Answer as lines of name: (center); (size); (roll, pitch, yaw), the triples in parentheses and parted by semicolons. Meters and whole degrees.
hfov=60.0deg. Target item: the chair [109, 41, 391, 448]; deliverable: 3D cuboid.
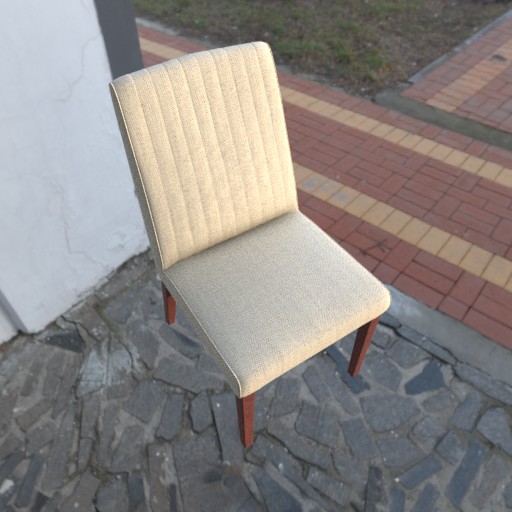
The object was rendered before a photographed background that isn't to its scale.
chair: (0.000, 0.000, 1.215); (0.480, 0.900, 0.594); (-25, 52, -22)
